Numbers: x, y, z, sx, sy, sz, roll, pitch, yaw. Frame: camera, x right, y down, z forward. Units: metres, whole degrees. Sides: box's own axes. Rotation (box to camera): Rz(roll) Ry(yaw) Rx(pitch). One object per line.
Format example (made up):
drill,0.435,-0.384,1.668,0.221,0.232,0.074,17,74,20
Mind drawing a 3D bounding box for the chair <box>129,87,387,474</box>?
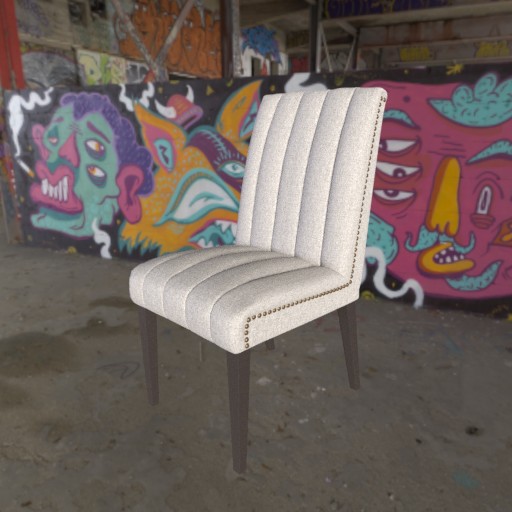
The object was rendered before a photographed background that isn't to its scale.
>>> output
chair,0.000,0.000,1.394,0.647,1.016,0.511,-15,21,-42
